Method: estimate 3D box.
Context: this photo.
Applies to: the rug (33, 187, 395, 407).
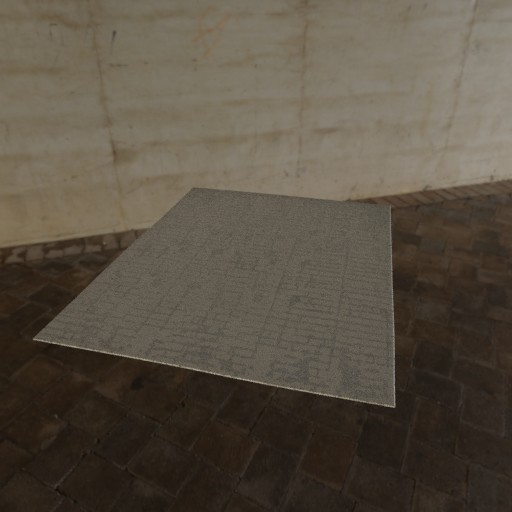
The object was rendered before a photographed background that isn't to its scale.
[{"bbox_3d":[0.000,0.000,4.110,2.447,0.014,3.061,7,30,12],"label":"rug"}]
